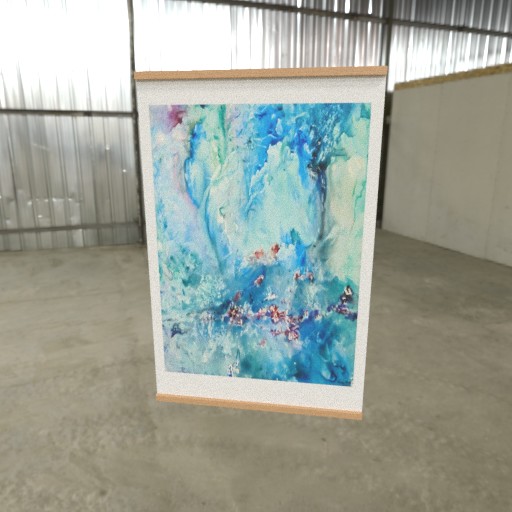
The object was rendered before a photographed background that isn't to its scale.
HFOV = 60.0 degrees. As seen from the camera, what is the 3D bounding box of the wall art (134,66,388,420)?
[{"bbox_3d":[0.000,0.000,0.781,0.401,0.611,0.016,2,16,9],"label":"wall art"}]
